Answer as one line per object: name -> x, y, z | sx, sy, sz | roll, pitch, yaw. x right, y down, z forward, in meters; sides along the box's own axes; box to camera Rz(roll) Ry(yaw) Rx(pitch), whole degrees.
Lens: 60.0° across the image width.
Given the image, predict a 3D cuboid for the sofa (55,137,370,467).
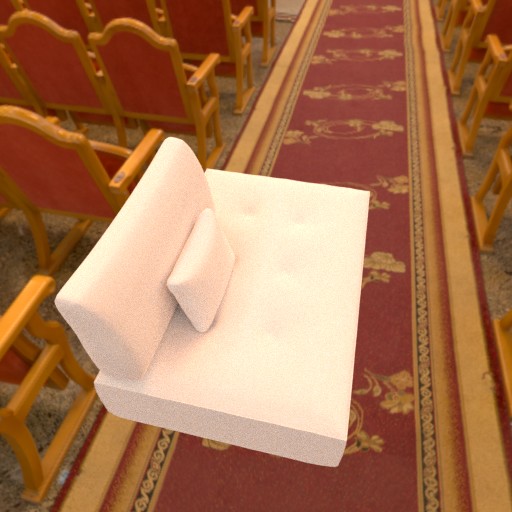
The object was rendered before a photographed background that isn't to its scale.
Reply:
sofa -> 0.000, 0.000, 2.054 | 1.000, 0.820, 1.450 | 10, 47, 9
